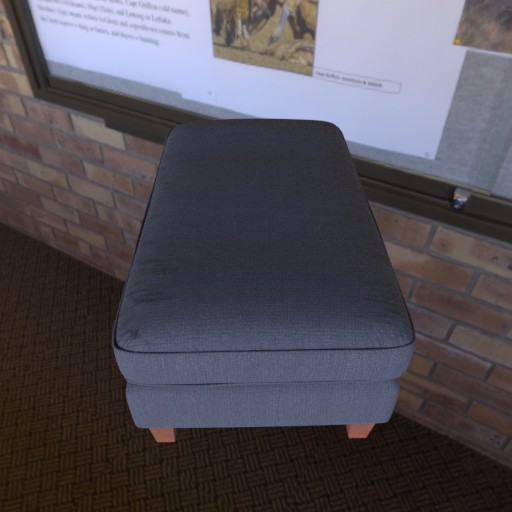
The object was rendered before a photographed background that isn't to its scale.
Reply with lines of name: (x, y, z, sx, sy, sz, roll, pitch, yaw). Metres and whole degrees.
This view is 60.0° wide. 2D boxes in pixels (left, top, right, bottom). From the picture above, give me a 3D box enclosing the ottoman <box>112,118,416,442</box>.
ottoman: (0.000, 0.000, 1.188, 0.570, 0.438, 0.885, -1, 41, -1)
